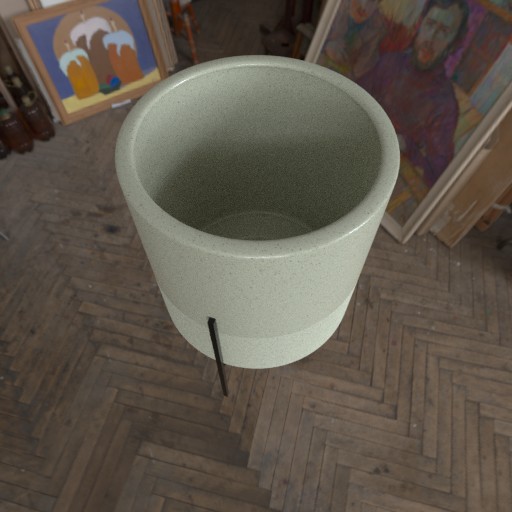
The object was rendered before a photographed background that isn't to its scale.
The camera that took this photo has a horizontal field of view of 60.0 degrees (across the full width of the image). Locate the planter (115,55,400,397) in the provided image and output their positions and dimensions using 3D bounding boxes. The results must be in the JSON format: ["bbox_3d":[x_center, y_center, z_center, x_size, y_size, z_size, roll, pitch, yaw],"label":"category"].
[{"bbox_3d":[0.000,0.000,0.689,0.314,0.475,0.323,17,59,11],"label":"planter"}]
